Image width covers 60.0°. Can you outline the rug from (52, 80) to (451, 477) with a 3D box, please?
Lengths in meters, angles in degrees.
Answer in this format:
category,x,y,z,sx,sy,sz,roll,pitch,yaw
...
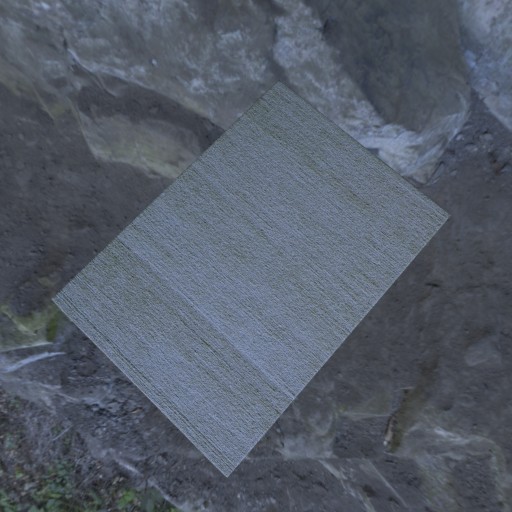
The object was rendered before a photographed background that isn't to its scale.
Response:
category,x,y,z,sx,sy,sz,roll,pitch,yaw
rug,0.000,0.000,5.220,2.782,0.025,3.935,42,79,10
